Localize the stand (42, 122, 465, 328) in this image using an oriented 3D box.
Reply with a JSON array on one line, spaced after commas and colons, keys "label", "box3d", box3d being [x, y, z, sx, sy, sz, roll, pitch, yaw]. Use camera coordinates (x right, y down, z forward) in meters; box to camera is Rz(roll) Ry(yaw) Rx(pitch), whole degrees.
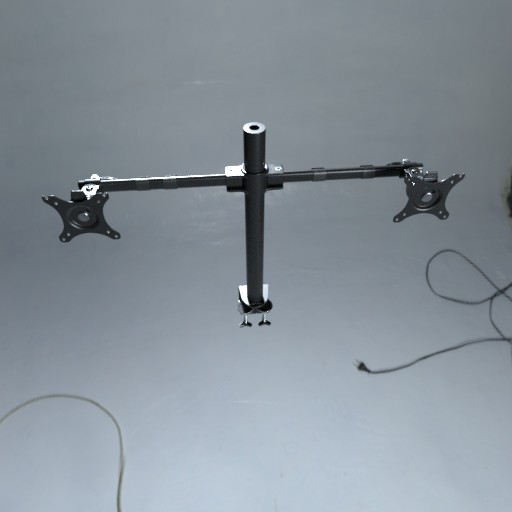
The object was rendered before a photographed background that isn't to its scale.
[{"label": "stand", "box3d": [0.000, 0.000, 1.003, 0.743, 0.603, 0.150, -4, 45, -4]}]
